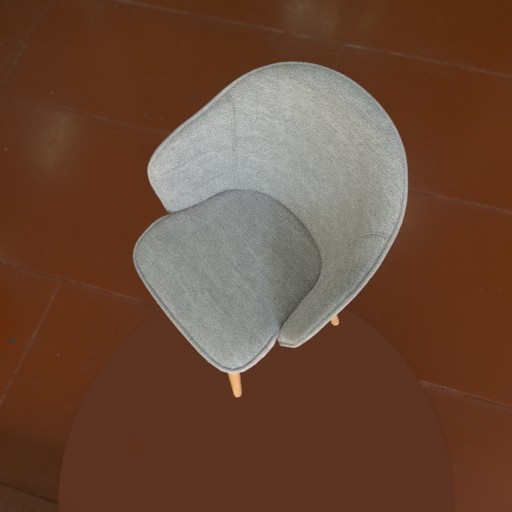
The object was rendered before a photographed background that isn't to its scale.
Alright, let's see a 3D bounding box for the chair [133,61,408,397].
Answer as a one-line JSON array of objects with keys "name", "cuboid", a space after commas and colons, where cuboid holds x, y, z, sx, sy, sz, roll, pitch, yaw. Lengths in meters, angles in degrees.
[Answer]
[{"name": "chair", "cuboid": [0.000, 0.000, 1.127, 0.530, 0.800, 0.540, -37, 70, -16]}]
